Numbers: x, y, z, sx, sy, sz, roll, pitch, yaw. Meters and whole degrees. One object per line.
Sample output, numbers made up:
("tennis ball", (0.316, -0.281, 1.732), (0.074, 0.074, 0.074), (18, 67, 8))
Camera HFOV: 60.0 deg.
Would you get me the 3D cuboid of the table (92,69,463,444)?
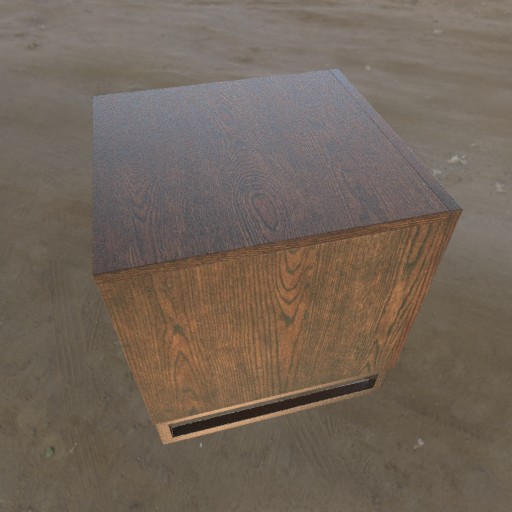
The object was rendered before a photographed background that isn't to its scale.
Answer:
("table", (0.000, 0.000, 0.998), (0.566, 0.582, 0.506), (-10, 47, -10))
